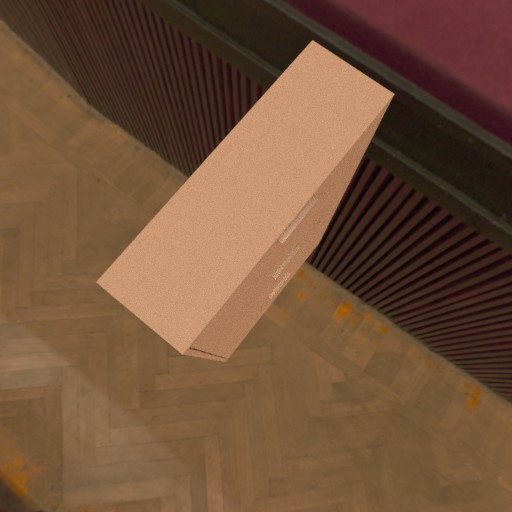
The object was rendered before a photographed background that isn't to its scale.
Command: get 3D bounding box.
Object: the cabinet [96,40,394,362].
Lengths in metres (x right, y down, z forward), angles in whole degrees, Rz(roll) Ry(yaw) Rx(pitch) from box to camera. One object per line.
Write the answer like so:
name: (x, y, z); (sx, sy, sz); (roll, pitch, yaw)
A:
cabinet: (0.000, 0.000, 1.589); (0.250, 1.280, 0.750); (38, 79, 9)
